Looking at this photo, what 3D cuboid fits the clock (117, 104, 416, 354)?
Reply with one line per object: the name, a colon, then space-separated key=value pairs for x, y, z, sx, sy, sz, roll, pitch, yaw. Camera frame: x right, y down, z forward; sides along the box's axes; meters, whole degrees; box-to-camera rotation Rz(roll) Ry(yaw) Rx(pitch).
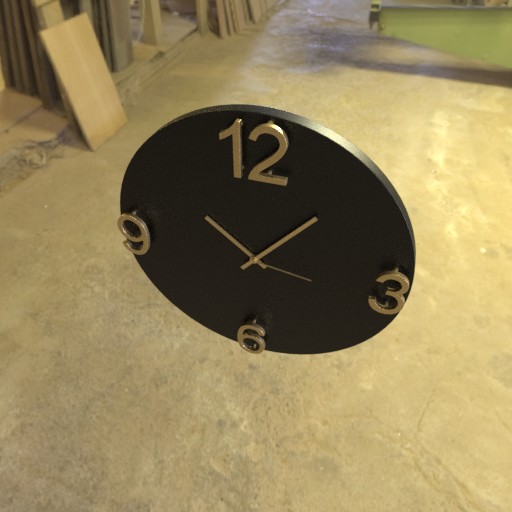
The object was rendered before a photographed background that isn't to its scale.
clock: x=0.000 y=0.000 z=0.670 sx=0.454 sy=0.454 sz=0.038 roll=12 pitch=43 yaw=13
